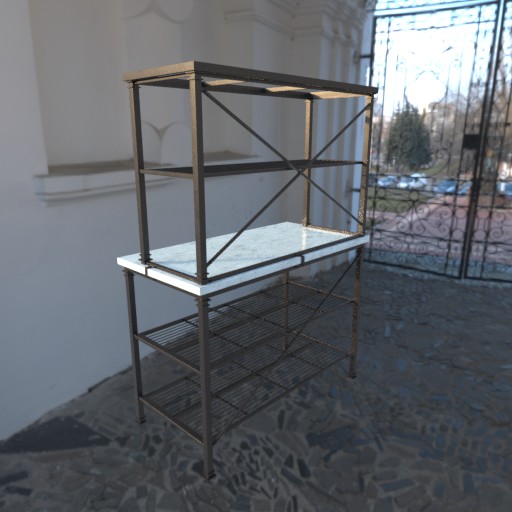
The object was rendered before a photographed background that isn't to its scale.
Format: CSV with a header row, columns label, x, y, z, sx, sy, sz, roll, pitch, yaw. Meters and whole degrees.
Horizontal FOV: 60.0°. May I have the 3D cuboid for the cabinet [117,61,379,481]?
label,x,y,z,sx,sy,sz,roll,pitch,yaw
cabinet,0.000,0.000,2.265,0.610,1.659,1.210,14,21,42
